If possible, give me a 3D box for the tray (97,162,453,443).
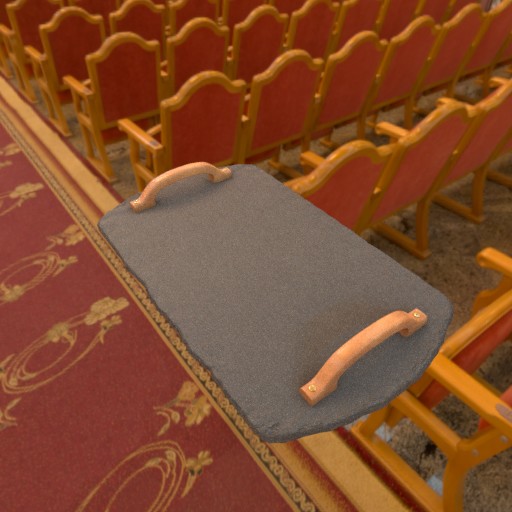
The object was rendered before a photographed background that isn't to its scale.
[{"bbox_3d":[0.000,0.000,0.461,0.231,0.062,0.387,-26,48,-26],"label":"tray"}]
